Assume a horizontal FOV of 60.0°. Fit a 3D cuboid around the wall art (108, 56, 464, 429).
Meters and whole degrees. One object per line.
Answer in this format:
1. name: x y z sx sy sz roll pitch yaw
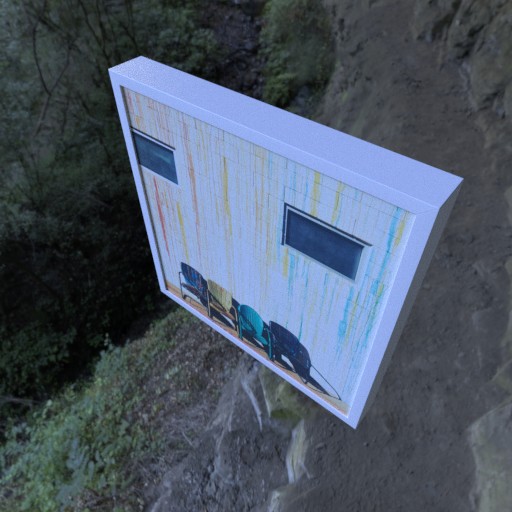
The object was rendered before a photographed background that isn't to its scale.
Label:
1. wall art: 0.000 0.000 0.442 0.305 0.305 0.038 30 53 26
